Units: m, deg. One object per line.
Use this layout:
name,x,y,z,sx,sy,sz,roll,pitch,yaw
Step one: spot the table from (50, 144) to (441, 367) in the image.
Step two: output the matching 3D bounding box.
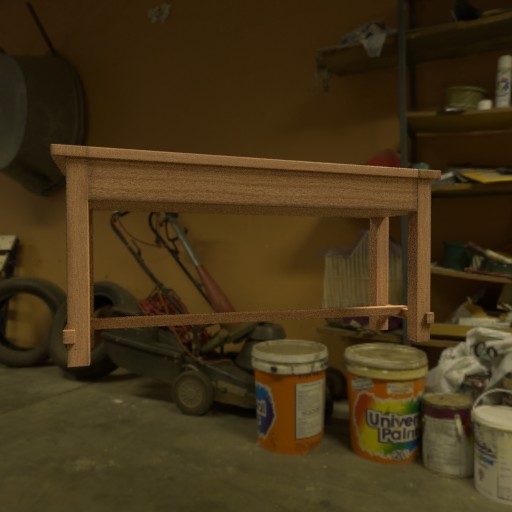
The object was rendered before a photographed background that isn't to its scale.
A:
table,0.000,0.000,1.949,1.599,0.762,0.442,0,0,-18
